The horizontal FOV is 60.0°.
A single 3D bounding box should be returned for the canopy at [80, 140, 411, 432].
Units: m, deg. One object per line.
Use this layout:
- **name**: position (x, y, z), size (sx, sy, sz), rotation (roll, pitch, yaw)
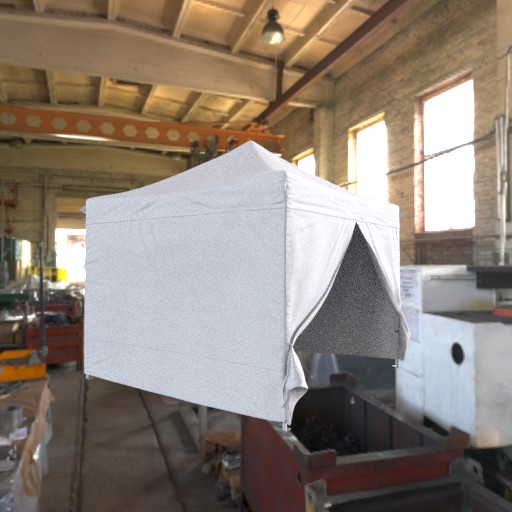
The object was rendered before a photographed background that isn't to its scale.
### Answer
- **canopy**: position (0.000, 0.000, 5.714), size (3.121, 2.997, 3.043), rotation (-1, -1, 36)
